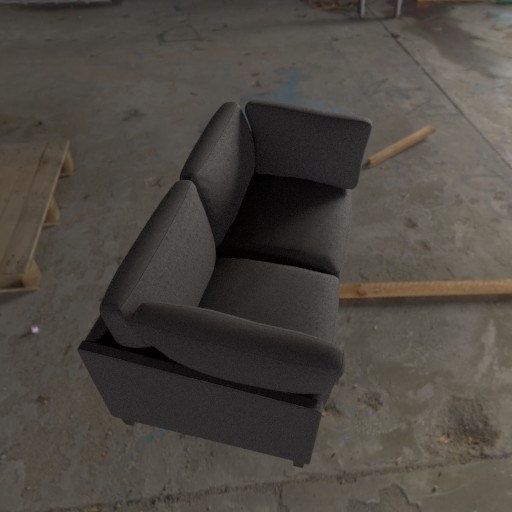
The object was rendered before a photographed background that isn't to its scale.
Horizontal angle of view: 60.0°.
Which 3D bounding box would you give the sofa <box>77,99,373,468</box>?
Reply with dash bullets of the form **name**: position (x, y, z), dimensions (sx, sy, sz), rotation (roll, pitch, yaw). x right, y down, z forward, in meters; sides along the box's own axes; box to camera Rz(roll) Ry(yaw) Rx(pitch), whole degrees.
- **sofa**: position (0.000, 0.000, 2.307), dimensions (0.969, 0.920, 1.751), rotation (10, 47, 9)
